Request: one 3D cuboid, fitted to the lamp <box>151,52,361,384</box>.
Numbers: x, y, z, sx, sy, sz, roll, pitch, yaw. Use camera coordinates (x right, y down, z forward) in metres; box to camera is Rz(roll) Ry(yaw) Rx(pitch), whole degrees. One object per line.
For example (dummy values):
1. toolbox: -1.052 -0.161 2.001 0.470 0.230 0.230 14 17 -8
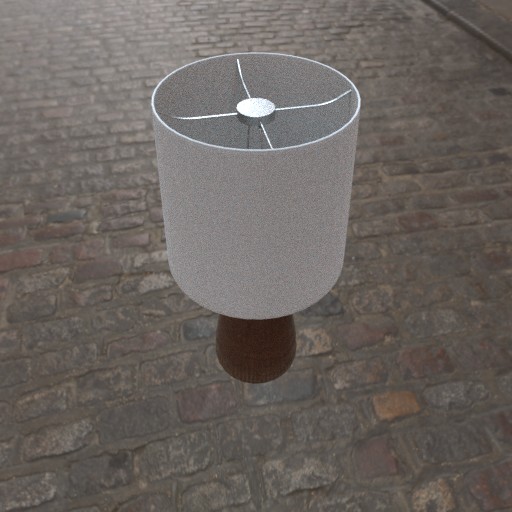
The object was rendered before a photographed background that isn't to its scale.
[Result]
1. lamp: 0.000 0.000 0.483 0.186 0.369 0.186 0 46 0
